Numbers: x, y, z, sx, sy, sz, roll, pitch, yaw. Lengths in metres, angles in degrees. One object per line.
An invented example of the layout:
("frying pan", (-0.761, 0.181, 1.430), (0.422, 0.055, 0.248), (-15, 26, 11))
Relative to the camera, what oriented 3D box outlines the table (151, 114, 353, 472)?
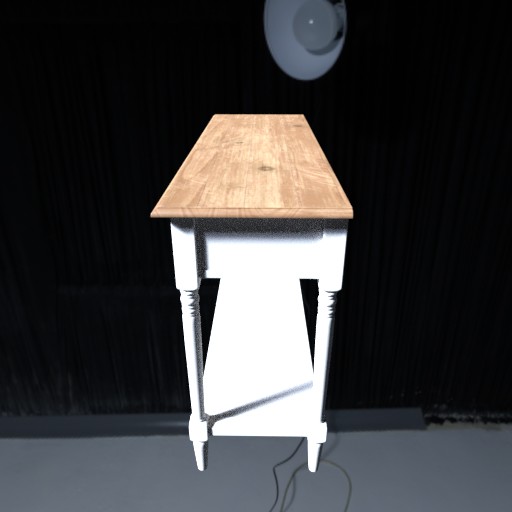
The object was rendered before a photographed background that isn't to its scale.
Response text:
("table", (0.000, 0.000, 1.590), (0.399, 0.800, 1.219), (0, 26, 1))
